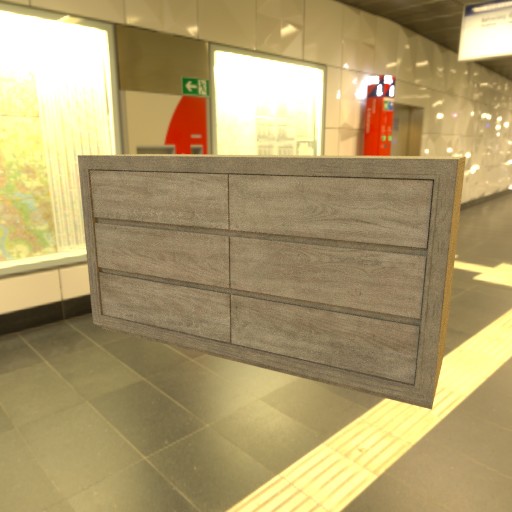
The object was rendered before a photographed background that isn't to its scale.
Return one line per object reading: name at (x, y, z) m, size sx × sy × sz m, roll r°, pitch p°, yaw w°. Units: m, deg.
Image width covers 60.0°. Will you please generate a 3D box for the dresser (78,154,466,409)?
dresser at (0.000, 0.000, 2.018) m, size 1.628 × 0.889 × 0.483 m, roll 7°, pitch 15°, yaw 26°
